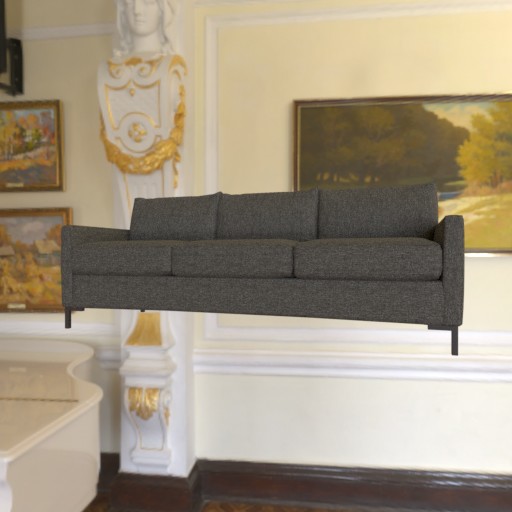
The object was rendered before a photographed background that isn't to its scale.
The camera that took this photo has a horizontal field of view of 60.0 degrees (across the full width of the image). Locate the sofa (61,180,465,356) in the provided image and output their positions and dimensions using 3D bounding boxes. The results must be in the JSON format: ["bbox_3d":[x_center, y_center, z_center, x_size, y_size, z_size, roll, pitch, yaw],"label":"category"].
[{"bbox_3d":[0.000,0.000,2.699,2.253,0.879,0.876,0,0,19],"label":"sofa"}]
